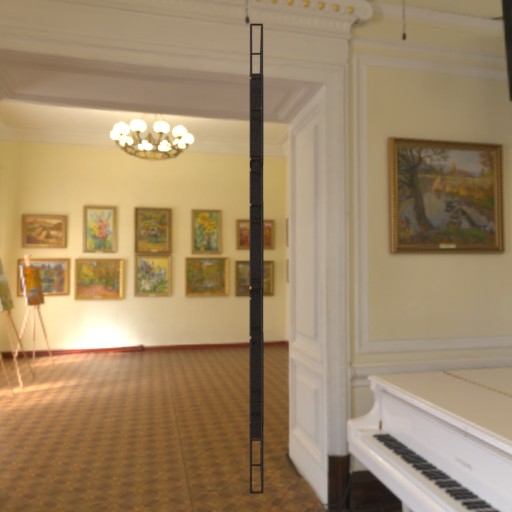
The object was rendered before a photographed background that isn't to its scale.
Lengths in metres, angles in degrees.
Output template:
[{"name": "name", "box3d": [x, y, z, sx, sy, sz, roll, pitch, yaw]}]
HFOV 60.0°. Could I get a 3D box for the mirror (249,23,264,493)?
[{"name": "mirror", "box3d": [0.000, 0.000, 1.368, 0.037, 1.192, 0.565, 0, -2, 0]}]
